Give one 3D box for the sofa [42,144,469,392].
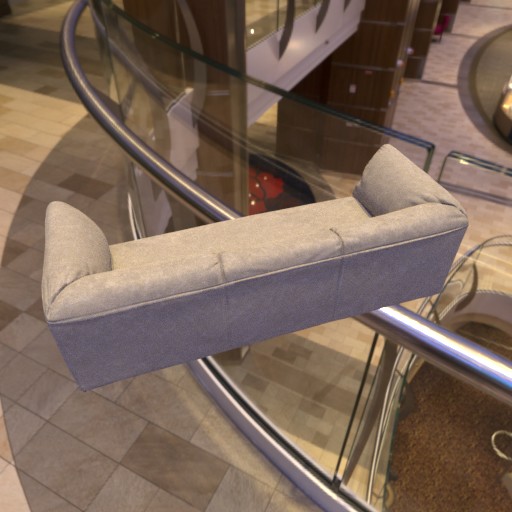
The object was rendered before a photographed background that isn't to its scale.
[{"bbox_3d":[0.000,0.000,2.662,2.238,0.758,0.899,-13,43,-14],"label":"sofa"}]
